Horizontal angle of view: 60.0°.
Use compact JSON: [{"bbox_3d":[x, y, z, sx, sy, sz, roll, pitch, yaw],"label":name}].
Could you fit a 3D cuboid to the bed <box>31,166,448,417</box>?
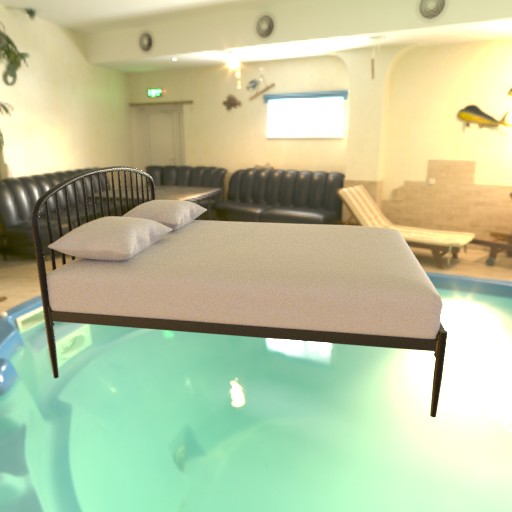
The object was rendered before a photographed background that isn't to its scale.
[{"bbox_3d":[0.000,0.000,3.033,2.159,1.166,1.618,3,16,10],"label":"bed"}]
